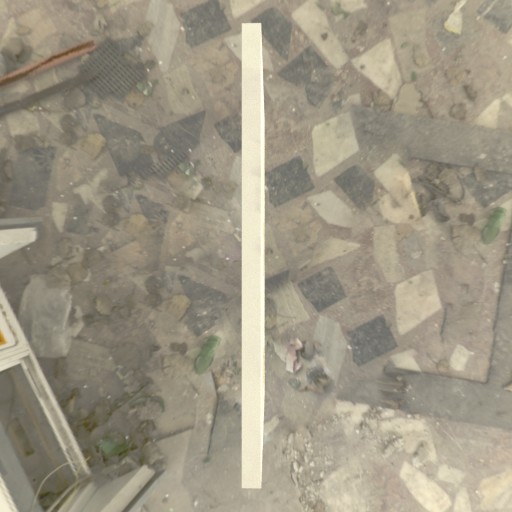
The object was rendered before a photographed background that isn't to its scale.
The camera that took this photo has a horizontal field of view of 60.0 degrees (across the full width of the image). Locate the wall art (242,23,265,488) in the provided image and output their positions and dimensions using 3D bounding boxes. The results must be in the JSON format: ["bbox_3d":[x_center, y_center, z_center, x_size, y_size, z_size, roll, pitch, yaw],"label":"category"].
[{"bbox_3d":[0.000,0.000,1.177,0.038,0.610,0.915,0,90,2],"label":"wall art"}]
